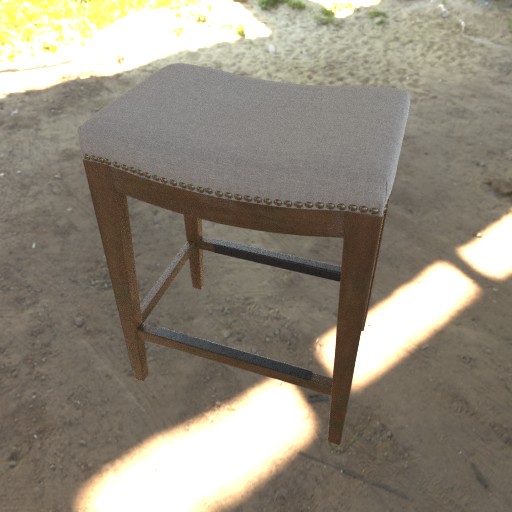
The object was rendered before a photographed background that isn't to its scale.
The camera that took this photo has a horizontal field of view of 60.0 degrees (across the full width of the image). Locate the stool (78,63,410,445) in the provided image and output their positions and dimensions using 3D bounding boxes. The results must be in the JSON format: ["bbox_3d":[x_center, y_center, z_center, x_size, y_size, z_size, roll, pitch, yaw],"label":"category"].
[{"bbox_3d":[0.000,0.000,0.934,0.508,0.660,0.356,13,43,14],"label":"stool"}]
